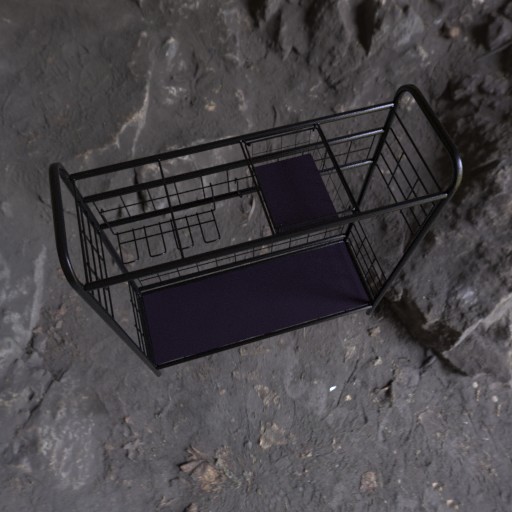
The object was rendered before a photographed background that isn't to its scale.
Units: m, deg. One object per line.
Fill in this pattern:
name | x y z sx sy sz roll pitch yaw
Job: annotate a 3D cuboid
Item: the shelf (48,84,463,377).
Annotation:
shelf | 0.000 0.000 1.510 0.961 1.026 0.350 -15 64 -7
